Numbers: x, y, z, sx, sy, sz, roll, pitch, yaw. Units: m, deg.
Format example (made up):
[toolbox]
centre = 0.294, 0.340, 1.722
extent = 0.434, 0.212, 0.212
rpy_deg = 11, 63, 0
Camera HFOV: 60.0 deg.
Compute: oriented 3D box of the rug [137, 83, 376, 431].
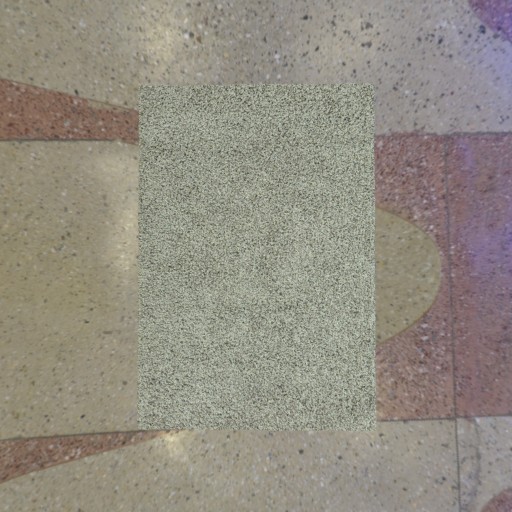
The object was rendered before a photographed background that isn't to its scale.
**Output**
[rug]
centre = 0.000, 0.000, 2.280
extent = 1.219, 0.030, 1.778
rpy_deg = 0, 89, 1
